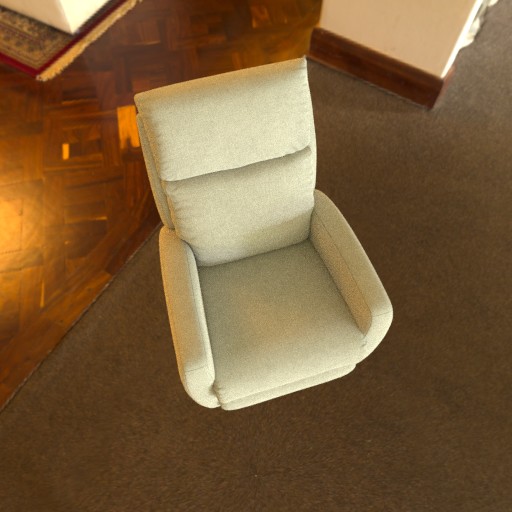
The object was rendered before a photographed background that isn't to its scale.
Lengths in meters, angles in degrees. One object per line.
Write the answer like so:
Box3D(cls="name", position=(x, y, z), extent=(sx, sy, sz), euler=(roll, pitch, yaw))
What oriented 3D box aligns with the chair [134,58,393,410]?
Box3D(cls="chair", position=(0.000, 0.000, 1.708), extent=(0.812, 1.015, 0.941), euler=(-15, 65, -7))
